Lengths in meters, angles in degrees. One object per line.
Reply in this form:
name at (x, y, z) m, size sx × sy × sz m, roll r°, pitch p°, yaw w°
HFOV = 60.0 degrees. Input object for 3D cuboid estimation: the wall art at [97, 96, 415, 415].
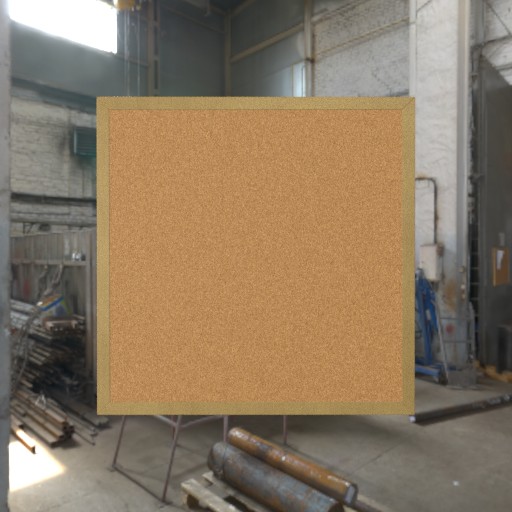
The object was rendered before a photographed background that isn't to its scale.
wall art at (0.000, 0.000, 0.443) m, size 0.305 × 0.305 × 0.038 m, roll 0°, pitch 0°, yaw 0°
